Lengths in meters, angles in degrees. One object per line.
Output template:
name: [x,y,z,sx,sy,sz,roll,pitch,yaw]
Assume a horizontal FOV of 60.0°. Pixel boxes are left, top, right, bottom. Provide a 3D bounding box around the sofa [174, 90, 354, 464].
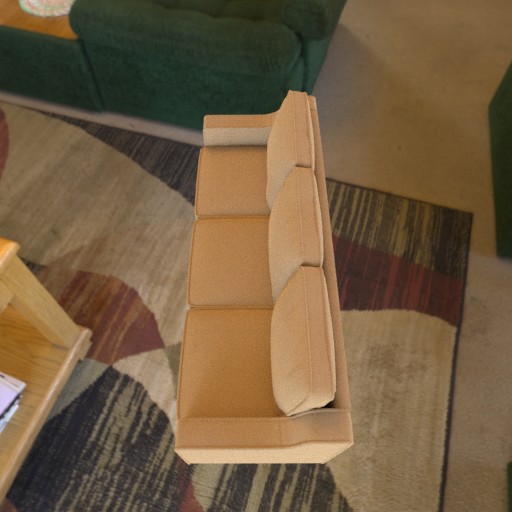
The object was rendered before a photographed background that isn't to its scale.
sofa: [0.000,0.000,2.574,0.791,0.902,2.131,0,58,0]
